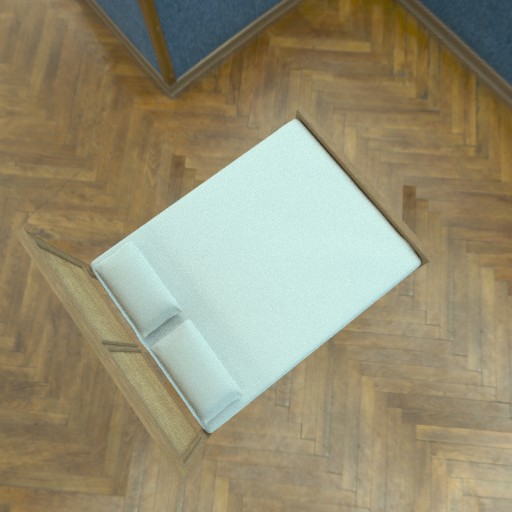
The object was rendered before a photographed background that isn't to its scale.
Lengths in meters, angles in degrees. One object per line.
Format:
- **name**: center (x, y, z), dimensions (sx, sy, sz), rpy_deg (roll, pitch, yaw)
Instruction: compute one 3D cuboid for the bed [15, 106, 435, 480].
- **bed**: center (0.000, 0.000, 3.174), dimensions (2.184, 1.387, 1.606), rpy_deg (-37, 80, -8)
